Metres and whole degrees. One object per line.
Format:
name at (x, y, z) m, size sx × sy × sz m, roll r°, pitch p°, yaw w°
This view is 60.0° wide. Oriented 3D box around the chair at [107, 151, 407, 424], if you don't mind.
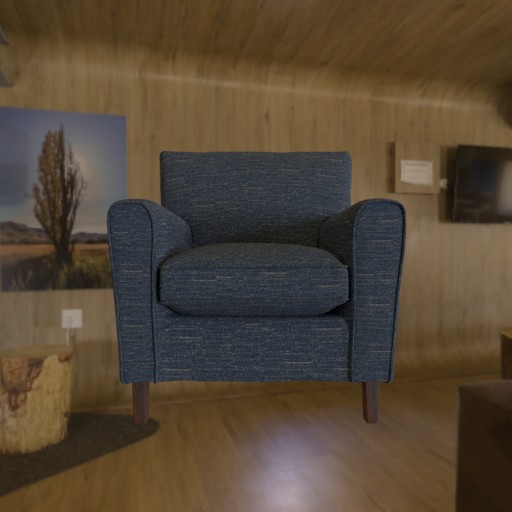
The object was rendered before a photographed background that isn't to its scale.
chair at (0.000, 0.000, 1.600) m, size 0.864 × 0.928 × 0.873 m, roll 0°, pitch 1°, yaw 0°
